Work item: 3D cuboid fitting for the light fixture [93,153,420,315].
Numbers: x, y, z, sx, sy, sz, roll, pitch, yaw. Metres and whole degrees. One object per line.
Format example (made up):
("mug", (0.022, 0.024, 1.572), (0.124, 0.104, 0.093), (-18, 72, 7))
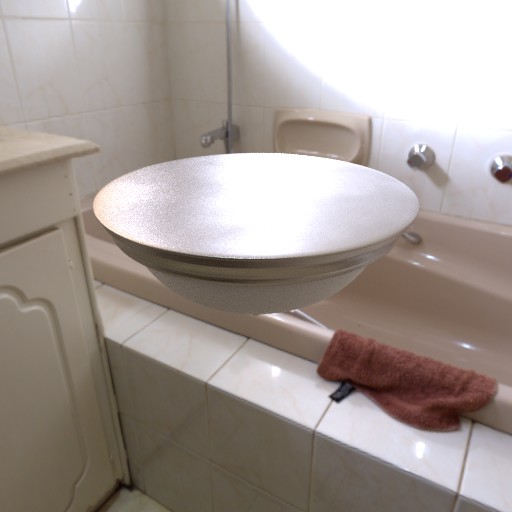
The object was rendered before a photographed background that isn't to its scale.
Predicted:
("light fixture", (0.000, 0.000, 0.429), (0.280, 0.135, 0.280), (0, 26, 0))
